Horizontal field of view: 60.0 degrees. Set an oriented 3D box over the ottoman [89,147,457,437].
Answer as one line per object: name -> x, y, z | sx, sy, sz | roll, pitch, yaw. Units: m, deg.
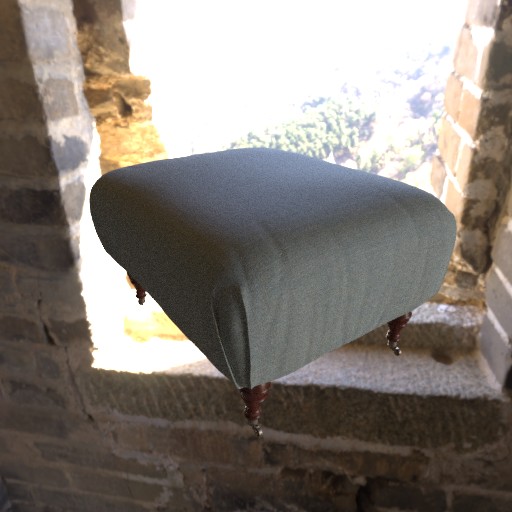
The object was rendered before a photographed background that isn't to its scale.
ottoman -> 0.000, 0.000, 1.120 | 0.622, 0.450, 0.747 | -17, 31, -32
